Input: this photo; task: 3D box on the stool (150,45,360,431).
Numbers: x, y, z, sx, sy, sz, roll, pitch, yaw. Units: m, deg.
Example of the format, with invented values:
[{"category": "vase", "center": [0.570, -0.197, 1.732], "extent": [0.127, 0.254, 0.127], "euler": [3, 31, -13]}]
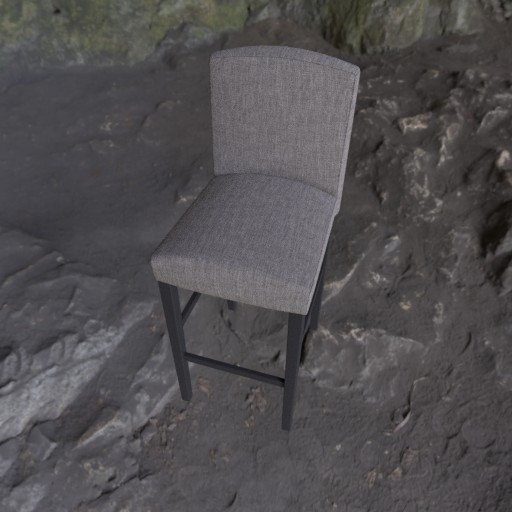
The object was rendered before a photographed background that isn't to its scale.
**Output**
[{"category": "stool", "center": [0.000, 0.000, 1.436], "extent": [0.451, 1.138, 0.552], "euler": [12, 42, 13]}]
